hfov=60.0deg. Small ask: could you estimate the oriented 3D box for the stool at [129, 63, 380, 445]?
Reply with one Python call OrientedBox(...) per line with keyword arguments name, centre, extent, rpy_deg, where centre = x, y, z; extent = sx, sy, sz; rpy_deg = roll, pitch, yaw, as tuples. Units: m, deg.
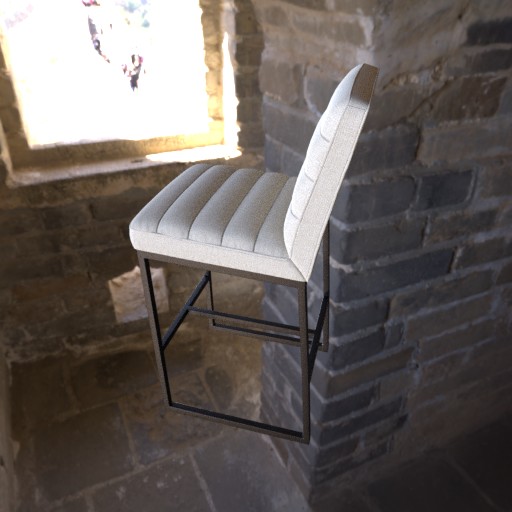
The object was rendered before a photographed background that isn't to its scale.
OrientedBox(name="stool", centre=(0.000, 0.000, 1.327), extent=(0.560, 1.040, 0.460), rpy_deg=(8, 33, 13))
